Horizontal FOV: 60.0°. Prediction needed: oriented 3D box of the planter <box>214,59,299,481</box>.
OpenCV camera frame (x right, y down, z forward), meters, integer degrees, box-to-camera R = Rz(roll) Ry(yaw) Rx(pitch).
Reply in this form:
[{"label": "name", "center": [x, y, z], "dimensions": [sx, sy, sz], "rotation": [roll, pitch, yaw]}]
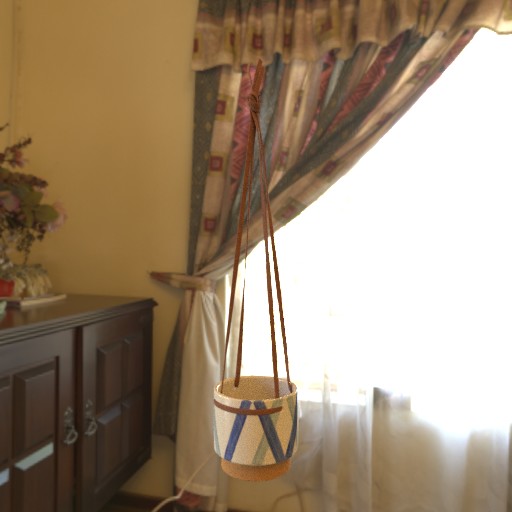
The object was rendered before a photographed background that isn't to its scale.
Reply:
[{"label": "planter", "center": [0.000, 0.000, 0.799], "dimensions": [0.153, 0.753, 0.157], "rotation": [0, 1, -1]}]
